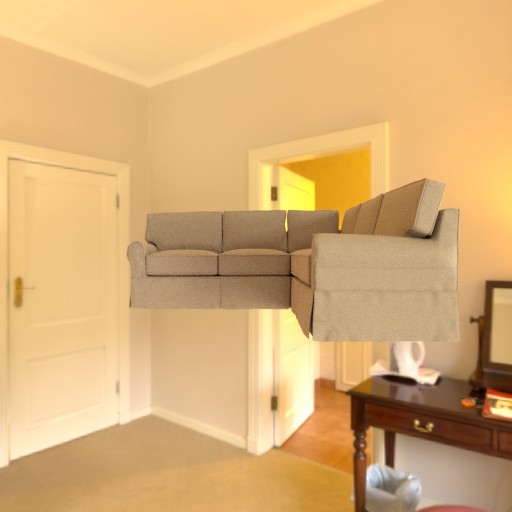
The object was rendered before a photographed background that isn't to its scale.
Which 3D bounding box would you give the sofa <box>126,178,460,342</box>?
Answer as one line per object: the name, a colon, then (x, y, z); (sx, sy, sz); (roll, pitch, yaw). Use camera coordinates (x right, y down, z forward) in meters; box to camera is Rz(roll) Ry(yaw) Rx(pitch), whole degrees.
sofa: (0.000, 0.000, 4.251); (2.730, 1.124, 2.733); (0, 0, 0)
